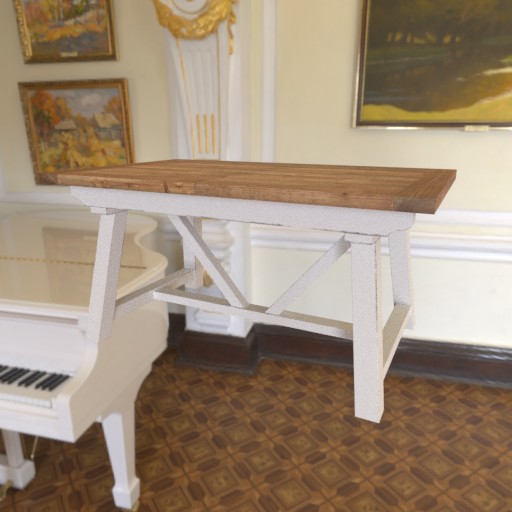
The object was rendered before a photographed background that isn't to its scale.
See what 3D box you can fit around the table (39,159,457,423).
[{"bbox_3d":[0.000,0.000,1.969,1.503,0.743,0.922,8,18,25],"label":"table"}]
